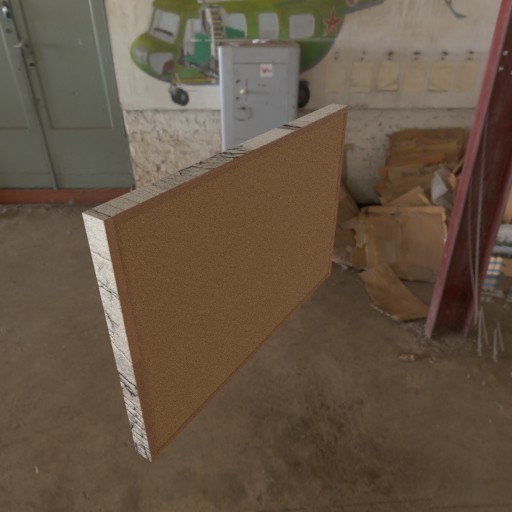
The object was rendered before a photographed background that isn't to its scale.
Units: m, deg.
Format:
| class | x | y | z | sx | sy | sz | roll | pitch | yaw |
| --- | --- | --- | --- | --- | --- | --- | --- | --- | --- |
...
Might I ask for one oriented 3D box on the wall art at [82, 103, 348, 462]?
| class | x | y | z | sx | sy | sz | roll | pitch | yaw |
| --- | --- | --- | --- | --- | --- | --- | --- | --- | --- |
| wall art | 0.000 | 0.000 | 0.786 | 0.035 | 0.407 | 0.613 | 19 | 36 | 28 |
